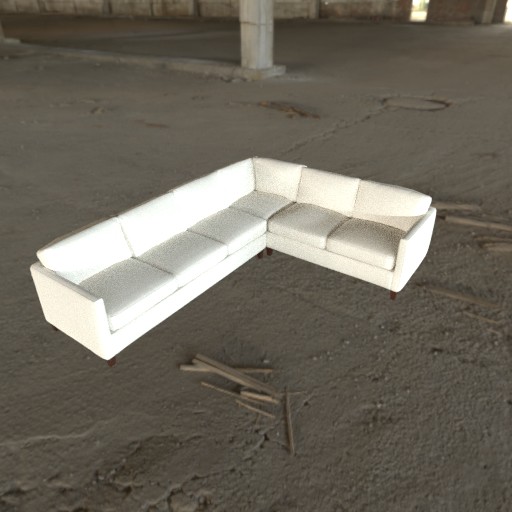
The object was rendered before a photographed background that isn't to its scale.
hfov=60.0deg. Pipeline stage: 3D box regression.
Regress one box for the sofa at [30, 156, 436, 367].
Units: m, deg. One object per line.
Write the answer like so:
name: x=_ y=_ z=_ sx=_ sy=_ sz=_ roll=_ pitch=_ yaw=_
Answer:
sofa: x=0.000 y=0.000 z=4.461 sx=2.593 sy=0.947 sz=3.302 roll=20 pitch=36 yaw=30
